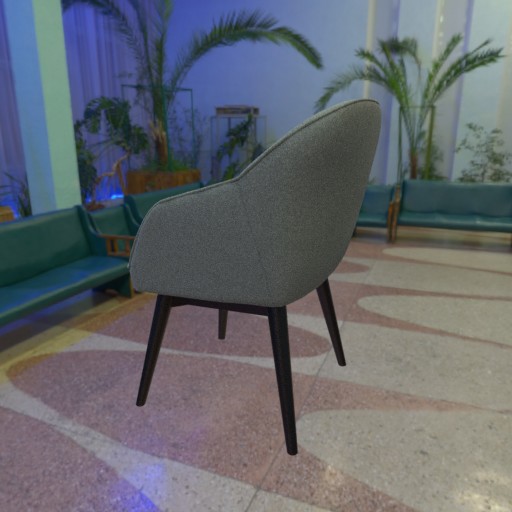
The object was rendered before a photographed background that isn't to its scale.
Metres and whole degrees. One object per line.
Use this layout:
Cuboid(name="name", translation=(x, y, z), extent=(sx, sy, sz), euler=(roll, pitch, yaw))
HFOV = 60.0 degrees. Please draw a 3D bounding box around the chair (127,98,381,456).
Cuboid(name="chair", translation=(0.000, 0.000, 1.239), extent=(0.611, 0.810, 0.589), euler=(7, 17, 24))
